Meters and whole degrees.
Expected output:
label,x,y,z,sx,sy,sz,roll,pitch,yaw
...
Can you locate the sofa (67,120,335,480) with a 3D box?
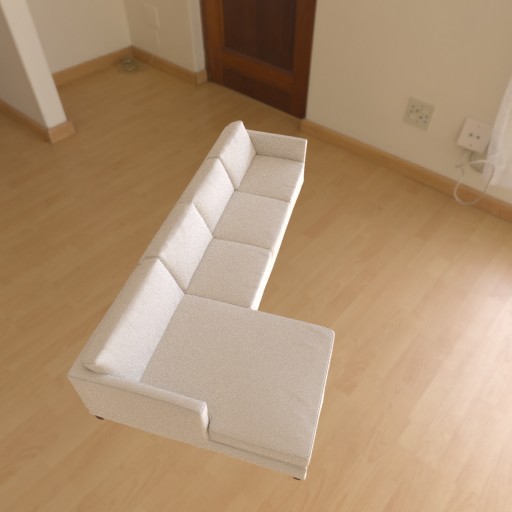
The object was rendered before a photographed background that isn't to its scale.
label,x,y,z,sx,sy,sz,roll,pitch,yaw
sofa,0.000,0.000,3.900,1.625,0.846,3.186,12,48,11
